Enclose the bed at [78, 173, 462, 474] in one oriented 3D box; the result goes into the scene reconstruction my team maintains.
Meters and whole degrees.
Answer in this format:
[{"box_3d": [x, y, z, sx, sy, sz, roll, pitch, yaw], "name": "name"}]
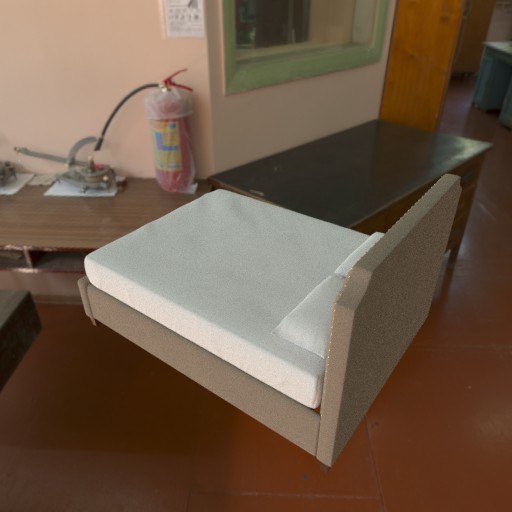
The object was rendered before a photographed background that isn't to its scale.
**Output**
[{"box_3d": [0.000, 0.000, 3.406, 2.329, 1.415, 1.703, 22, 38, 30], "name": "bed"}]
